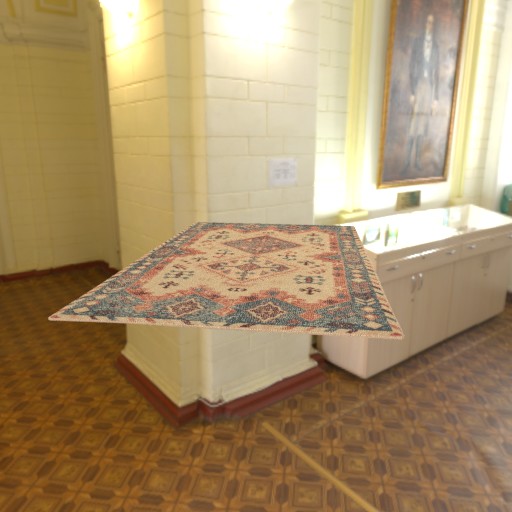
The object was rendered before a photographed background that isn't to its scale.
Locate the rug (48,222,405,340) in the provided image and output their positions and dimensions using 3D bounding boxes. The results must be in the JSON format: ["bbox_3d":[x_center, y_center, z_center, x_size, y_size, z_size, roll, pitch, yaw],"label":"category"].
[{"bbox_3d":[0.000,0.000,3.022,1.521,0.023,2.464,2,14,7],"label":"rug"}]
